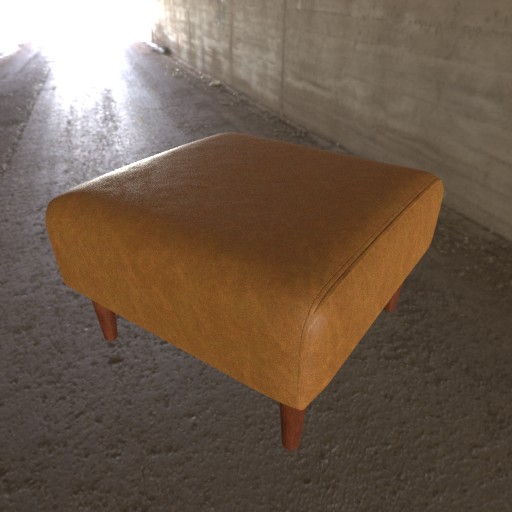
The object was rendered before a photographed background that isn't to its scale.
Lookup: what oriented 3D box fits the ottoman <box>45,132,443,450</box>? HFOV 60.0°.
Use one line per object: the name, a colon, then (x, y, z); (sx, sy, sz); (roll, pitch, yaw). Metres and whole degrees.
ottoman: (0.000, 0.000, 1.041); (0.650, 0.399, 0.650); (20, 37, 29)
